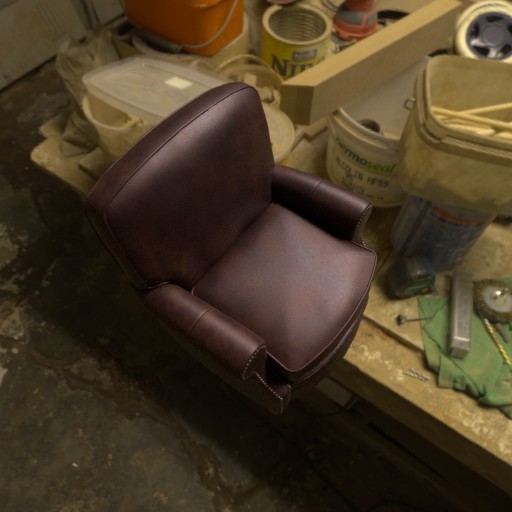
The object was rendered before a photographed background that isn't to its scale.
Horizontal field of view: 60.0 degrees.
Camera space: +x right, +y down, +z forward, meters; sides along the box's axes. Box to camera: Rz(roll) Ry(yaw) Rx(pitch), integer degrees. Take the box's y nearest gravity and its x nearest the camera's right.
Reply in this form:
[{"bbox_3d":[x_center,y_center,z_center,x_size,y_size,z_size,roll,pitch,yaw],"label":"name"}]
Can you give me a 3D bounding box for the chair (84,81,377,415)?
[{"bbox_3d":[0.000,0.000,1.825,0.986,1.018,0.936,32,63,19],"label":"chair"}]
